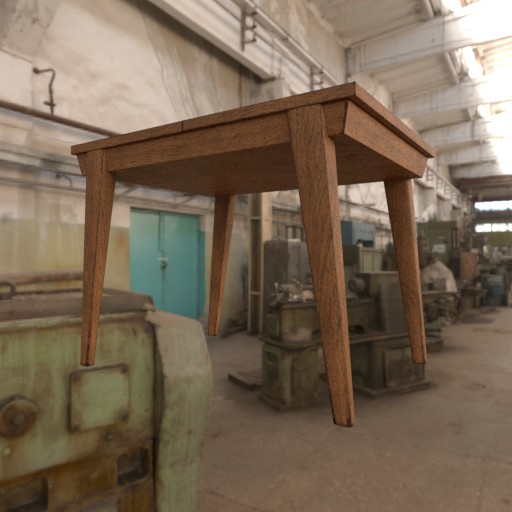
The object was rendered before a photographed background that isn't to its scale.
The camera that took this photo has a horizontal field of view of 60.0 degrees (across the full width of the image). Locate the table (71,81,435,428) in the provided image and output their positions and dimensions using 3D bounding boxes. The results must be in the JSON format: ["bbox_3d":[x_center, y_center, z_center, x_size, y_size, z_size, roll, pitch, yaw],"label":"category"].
[{"bbox_3d":[0.000,0.000,1.555,1.027,0.760,0.757,0,0,34],"label":"table"}]
